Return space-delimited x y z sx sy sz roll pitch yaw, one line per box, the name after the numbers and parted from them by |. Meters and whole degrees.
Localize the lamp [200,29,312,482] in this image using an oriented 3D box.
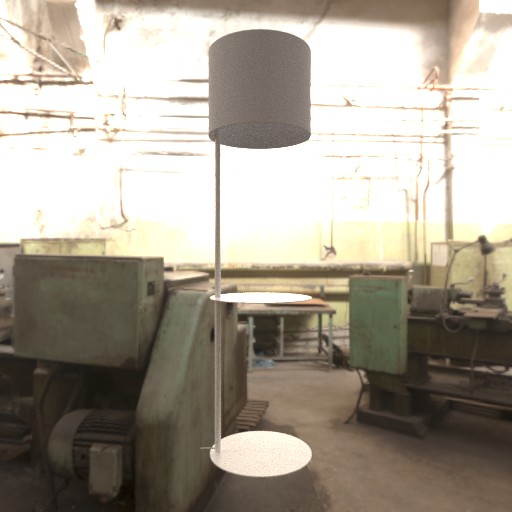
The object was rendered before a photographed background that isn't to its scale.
0.000 0.000 1.617 0.405 1.465 0.372 0 0 -1 | lamp
